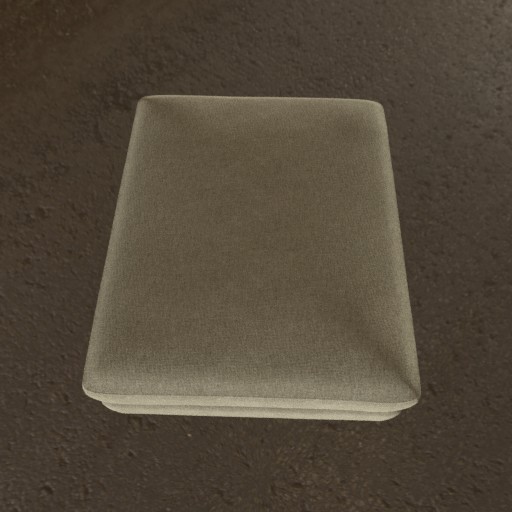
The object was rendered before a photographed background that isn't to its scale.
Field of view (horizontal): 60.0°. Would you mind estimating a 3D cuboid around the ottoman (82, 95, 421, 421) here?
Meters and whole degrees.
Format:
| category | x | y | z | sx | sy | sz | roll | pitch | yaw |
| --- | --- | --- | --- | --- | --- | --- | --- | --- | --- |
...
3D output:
| category | x | y | z | sx | sy | sz | roll | pitch | yaw |
| --- | --- | --- | --- | --- | --- | --- | --- | --- | --- |
| ottoman | 0.000 | 0.000 | 1.211 | 0.693 | 0.474 | 0.821 | 1 | 63 | 1 |
